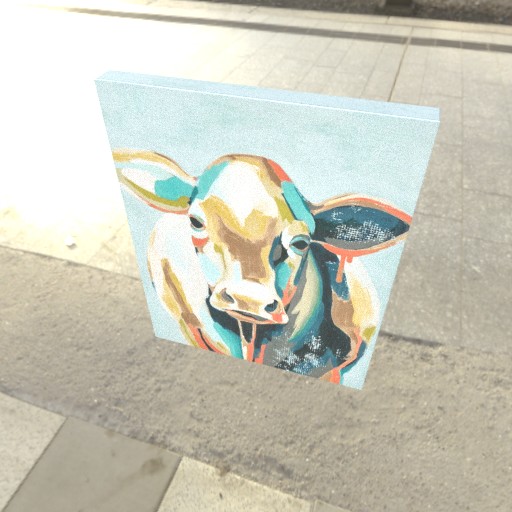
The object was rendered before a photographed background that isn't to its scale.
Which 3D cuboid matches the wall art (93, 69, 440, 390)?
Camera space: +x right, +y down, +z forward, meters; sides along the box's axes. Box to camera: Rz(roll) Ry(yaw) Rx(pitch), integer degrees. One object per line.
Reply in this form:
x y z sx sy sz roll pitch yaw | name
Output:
0.000 0.000 0.684 0.409 0.509 0.037 12 43 13 | wall art
